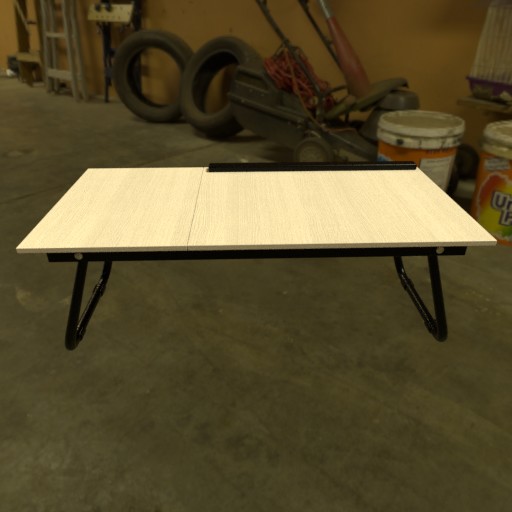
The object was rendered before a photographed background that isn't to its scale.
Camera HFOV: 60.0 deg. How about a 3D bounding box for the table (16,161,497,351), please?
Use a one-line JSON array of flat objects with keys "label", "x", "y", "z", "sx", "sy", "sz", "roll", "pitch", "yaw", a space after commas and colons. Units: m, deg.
[{"label": "table", "x": 0.000, "y": 0.000, "z": 0.783, "sx": 0.644, "sy": 0.242, "sz": 0.322, "roll": -1, "pitch": 30, "yaw": -2}]
